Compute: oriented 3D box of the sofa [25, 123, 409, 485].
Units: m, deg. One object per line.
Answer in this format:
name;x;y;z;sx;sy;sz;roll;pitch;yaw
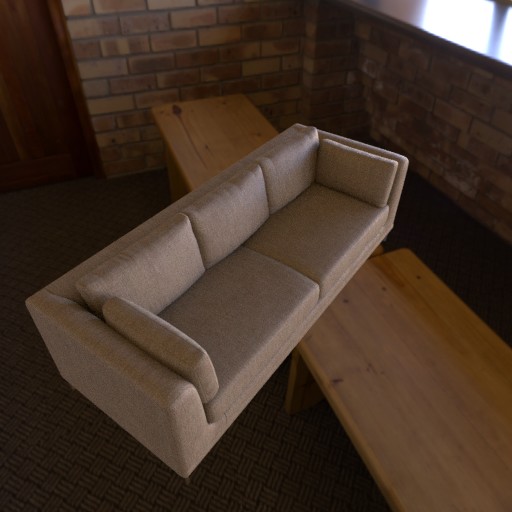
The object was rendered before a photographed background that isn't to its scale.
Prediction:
sofa;0.000;0.000;2.826;0.969;0.867;2.415;26;47;26
